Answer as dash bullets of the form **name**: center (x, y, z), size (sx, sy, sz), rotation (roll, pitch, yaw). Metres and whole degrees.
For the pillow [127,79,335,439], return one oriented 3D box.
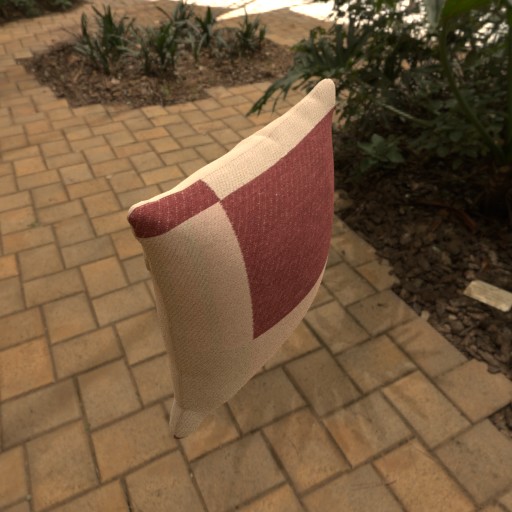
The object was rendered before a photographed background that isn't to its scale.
- **pillow**: center (0.000, 0.000, 0.816), size (0.229, 0.506, 0.536), rotation (23, 45, 25)
